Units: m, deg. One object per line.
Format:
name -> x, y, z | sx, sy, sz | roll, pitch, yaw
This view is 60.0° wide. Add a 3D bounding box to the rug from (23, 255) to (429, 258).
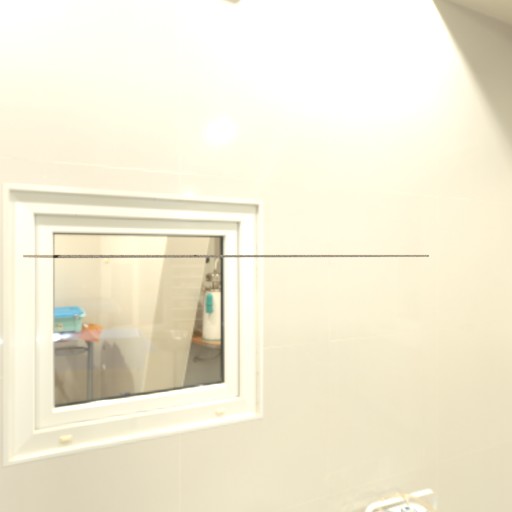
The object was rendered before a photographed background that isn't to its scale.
rug -> 0.000, 0.000, 2.705 | 2.438, 0.012, 0.762 | 0, 0, -36
